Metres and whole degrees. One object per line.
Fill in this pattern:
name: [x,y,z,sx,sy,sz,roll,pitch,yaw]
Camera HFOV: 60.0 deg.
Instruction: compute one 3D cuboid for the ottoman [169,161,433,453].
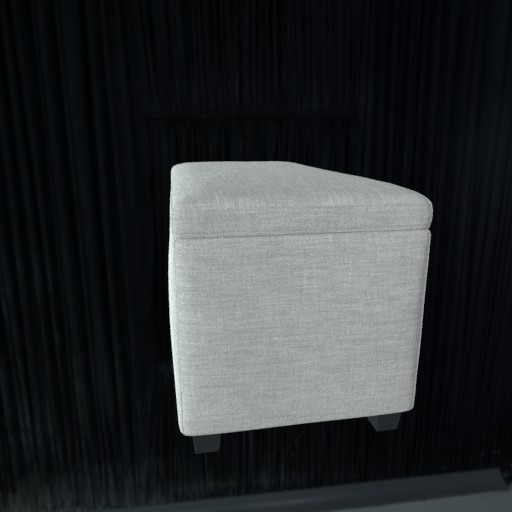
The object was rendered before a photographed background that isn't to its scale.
ottoman: [0.000,0.000,1.099,0.419,0.432,0.902,-3,15,-10]
